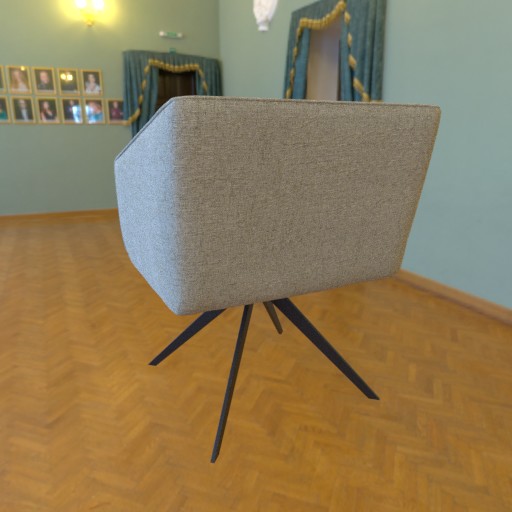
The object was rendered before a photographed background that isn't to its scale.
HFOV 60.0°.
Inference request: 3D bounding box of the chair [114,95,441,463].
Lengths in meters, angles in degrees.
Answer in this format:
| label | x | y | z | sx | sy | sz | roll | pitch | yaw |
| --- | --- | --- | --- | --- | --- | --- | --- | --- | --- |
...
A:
| label | x | y | z | sx | sy | sz | roll | pitch | yaw |
| --- | --- | --- | --- | --- | --- | --- | --- | --- | --- |
| chair | 0.000 | 0.000 | 1.202 | 0.628 | 0.760 | 0.623 | -8 | 17 | -26 |
